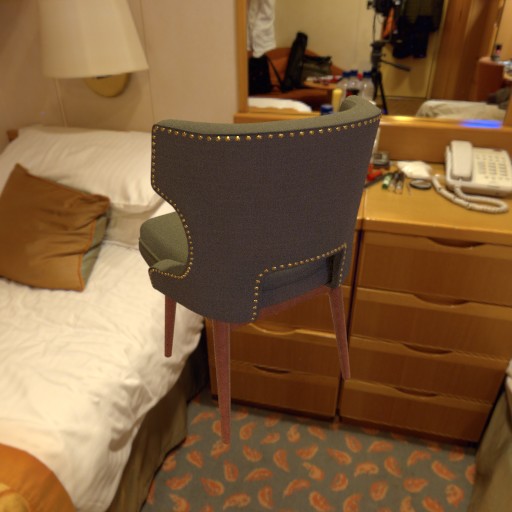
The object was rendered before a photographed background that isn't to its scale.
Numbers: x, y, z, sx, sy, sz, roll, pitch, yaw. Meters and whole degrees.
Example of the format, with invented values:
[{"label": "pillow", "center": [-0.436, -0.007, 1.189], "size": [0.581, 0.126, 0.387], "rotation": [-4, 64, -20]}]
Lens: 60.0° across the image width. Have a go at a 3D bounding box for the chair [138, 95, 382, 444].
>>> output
[{"label": "chair", "center": [0.000, 0.000, 1.257], "size": [0.595, 0.863, 0.581], "rotation": [-18, 34, -28]}]
